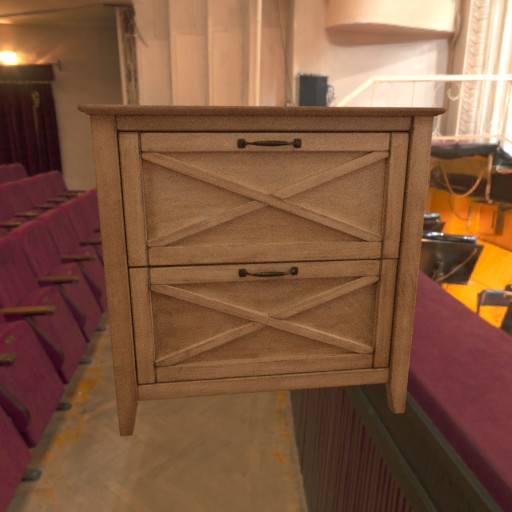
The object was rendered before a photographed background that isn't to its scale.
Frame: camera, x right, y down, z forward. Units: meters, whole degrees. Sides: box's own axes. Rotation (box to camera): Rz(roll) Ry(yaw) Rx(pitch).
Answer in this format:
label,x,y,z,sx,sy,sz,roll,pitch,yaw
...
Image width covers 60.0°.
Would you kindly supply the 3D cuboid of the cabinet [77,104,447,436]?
label,x,y,z,sx,sy,sz,roll,pitch,yaw
cabinet,0.000,0.000,1.232,0.763,0.762,0.503,-2,15,-7
